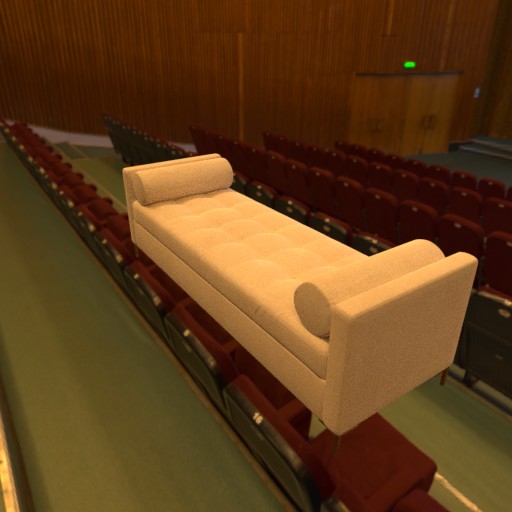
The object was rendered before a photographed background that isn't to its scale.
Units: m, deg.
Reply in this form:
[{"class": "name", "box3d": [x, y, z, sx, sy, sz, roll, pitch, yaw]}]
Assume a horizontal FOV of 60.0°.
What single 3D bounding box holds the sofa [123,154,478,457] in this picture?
[{"class": "sofa", "box3d": [0.000, 0.000, 2.352, 0.686, 0.635, 1.981, -17, 31, -30]}]
